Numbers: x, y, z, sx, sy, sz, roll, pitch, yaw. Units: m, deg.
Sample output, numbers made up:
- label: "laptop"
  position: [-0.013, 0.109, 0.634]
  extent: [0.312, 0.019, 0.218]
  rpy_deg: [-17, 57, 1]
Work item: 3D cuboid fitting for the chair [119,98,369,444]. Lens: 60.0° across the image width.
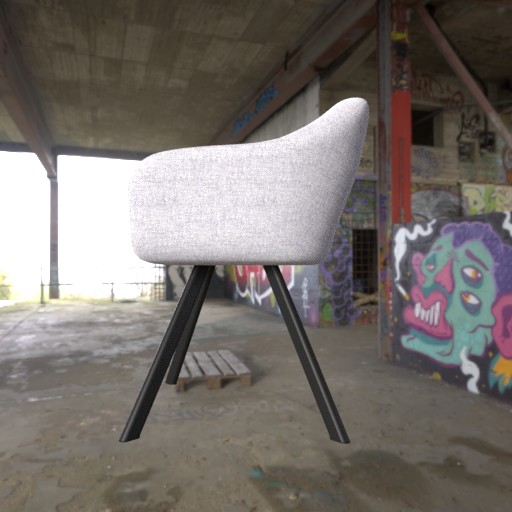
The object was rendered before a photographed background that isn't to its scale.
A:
- label: "chair"
  position: [0.000, 0.000, 1.152]
  extent: [0.570, 0.780, 0.540]
  rpy_deg: [0, -1, 1]
